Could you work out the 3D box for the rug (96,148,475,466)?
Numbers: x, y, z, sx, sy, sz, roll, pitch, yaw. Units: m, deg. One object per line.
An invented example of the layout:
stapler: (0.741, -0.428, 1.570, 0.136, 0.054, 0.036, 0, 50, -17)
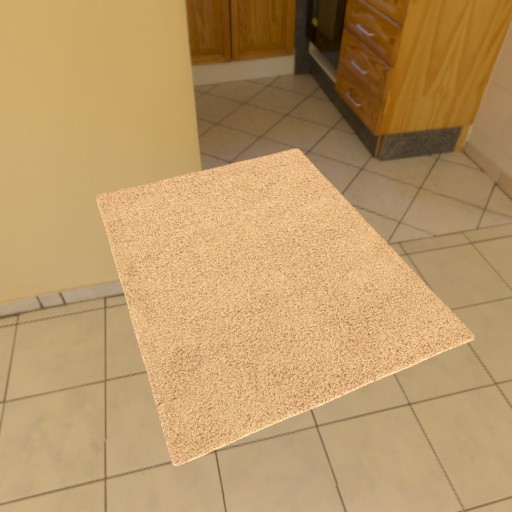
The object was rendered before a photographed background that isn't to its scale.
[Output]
rug: (0.000, 0.000, 4.110, 2.438, 0.029, 3.047, -17, 47, -16)
